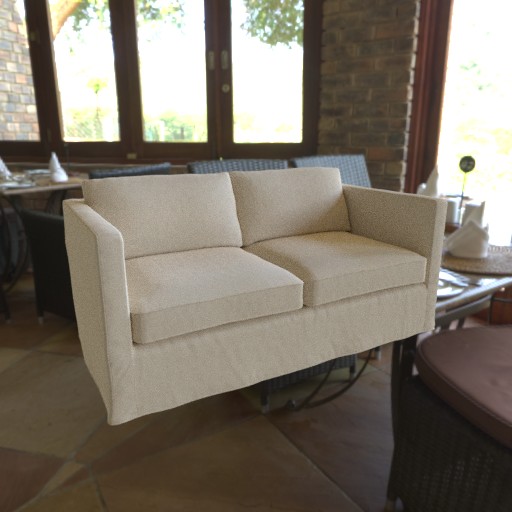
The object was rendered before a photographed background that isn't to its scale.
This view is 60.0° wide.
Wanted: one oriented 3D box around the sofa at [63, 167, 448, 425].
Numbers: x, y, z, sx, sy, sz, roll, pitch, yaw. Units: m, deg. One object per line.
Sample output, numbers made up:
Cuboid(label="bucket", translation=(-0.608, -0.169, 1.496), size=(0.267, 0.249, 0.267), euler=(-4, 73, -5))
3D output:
Cuboid(label="sofa", translation=(0.000, 0.000, 2.303), size=(1.746, 0.834, 0.962), euler=(-8, 18, -28))
